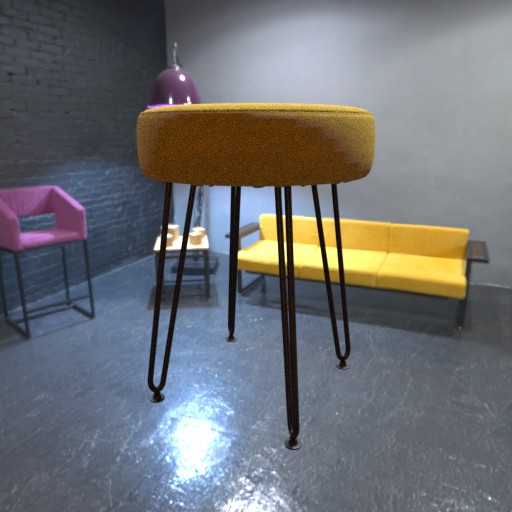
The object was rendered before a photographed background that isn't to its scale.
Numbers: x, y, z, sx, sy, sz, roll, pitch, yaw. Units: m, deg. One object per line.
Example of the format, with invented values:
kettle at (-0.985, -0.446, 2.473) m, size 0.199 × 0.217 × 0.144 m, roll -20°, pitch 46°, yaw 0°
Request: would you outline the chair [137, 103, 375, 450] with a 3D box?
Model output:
chair at (0.000, 0.000, 0.711) m, size 0.345 × 0.455 × 0.345 m, roll 8°, pitch 18°, yaw 26°
